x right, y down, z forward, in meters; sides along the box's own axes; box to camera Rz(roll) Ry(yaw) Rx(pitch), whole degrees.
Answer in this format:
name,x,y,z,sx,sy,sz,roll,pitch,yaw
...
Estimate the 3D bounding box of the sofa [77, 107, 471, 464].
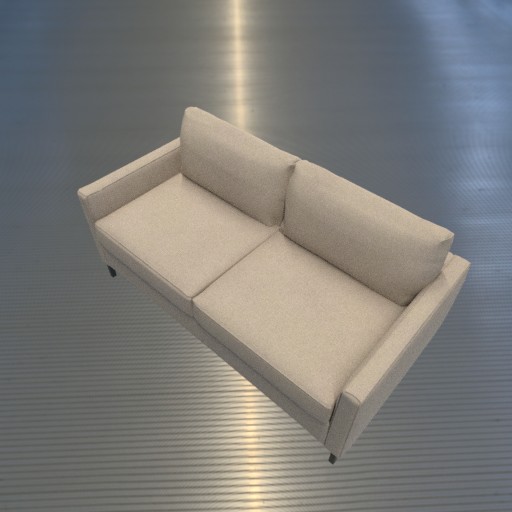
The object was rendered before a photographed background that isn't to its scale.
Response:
name,x,y,z,sx,sy,sz,roll,pitch,yaw
sofa,0.000,0.000,2.153,1.682,0.840,0.875,33,55,28
